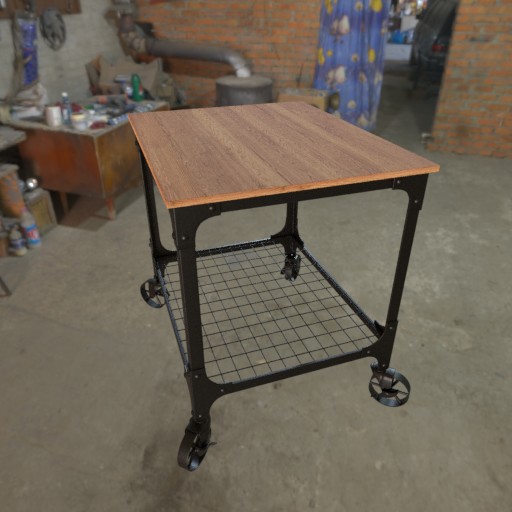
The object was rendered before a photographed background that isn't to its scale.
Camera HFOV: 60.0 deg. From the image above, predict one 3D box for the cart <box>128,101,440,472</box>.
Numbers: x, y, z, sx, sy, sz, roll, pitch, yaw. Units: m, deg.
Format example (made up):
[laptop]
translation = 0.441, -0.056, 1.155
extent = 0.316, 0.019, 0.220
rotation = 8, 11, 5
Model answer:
[cart]
translation = 0.000, 0.000, 1.104
extent = 0.558, 0.603, 0.666
rotation = -10, 32, -17
